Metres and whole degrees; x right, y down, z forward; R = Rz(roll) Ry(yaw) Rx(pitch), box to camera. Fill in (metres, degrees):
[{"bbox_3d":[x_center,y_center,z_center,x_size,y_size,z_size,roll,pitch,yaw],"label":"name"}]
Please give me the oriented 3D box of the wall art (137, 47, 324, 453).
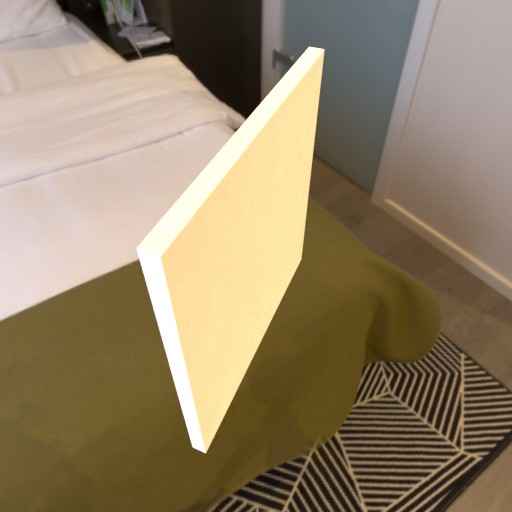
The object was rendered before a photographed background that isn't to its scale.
[{"bbox_3d":[0.000,0.000,1.137,0.040,0.762,0.762,17,49,16],"label":"wall art"}]
